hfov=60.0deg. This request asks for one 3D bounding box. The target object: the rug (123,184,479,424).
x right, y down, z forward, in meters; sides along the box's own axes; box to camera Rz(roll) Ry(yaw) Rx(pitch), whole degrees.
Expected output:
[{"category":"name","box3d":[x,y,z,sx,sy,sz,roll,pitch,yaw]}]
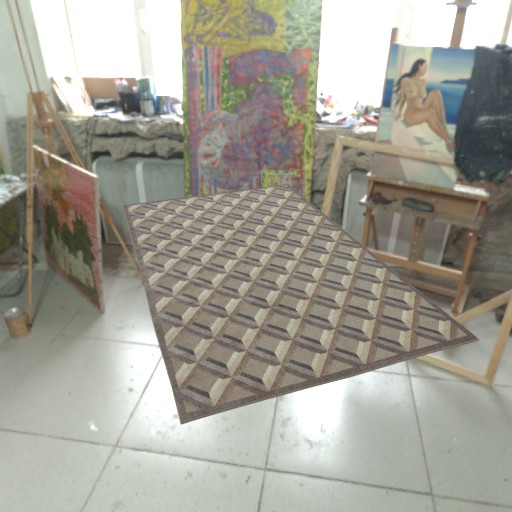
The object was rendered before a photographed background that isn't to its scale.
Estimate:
[{"category":"rug","box3d":[0.000,0.000,2.087,1.066,0.011,1.677,-10,31,-17]}]
